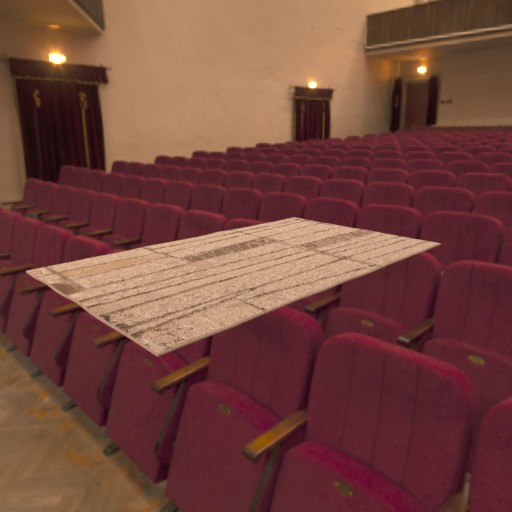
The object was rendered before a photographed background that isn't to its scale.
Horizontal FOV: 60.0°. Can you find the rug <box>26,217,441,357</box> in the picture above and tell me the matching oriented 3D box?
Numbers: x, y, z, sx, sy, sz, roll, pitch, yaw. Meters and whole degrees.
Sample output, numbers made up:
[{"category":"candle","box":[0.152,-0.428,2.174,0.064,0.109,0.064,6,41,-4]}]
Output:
[{"category":"rug","box":[0.000,0.000,1.054,0.867,0.007,0.515,-15,21,-42]}]
